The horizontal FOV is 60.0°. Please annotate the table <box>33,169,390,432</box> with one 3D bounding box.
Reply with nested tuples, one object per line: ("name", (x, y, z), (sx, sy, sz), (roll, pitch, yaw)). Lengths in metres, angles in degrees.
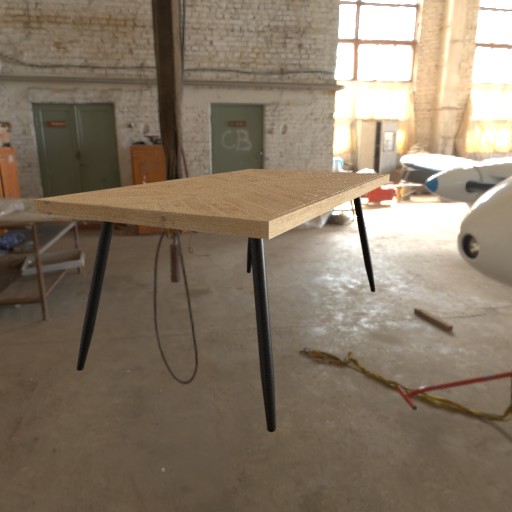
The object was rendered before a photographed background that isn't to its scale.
("table", (0.000, 0.000, 2.348), (0.991, 0.762, 1.803), (8, 17, 26))
